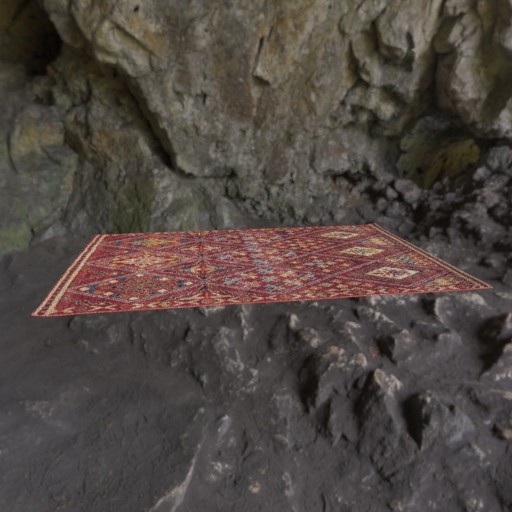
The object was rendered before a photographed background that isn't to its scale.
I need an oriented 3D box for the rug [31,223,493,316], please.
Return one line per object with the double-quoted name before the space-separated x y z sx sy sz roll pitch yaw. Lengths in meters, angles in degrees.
"rug" 0.000 0.000 2.864 2.286 0.026 1.521 -3 17 -9
